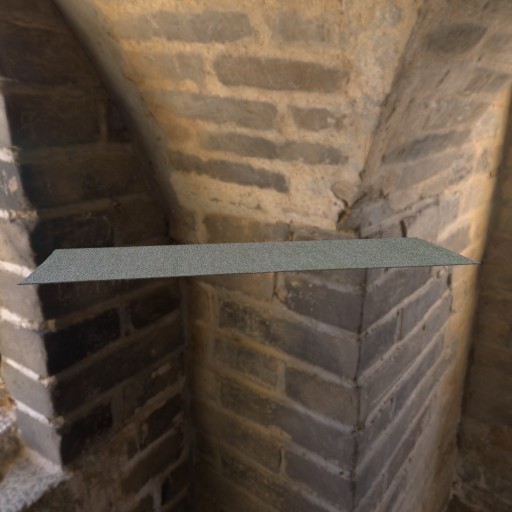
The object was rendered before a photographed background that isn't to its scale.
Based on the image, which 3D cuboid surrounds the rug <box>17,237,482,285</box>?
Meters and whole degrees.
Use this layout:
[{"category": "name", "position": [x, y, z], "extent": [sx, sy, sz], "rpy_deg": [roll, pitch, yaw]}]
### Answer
[{"category": "rug", "position": [0.000, 0.000, 2.517], "extent": [2.340, 0.013, 0.686], "rpy_deg": [-2, 14, -9]}]
